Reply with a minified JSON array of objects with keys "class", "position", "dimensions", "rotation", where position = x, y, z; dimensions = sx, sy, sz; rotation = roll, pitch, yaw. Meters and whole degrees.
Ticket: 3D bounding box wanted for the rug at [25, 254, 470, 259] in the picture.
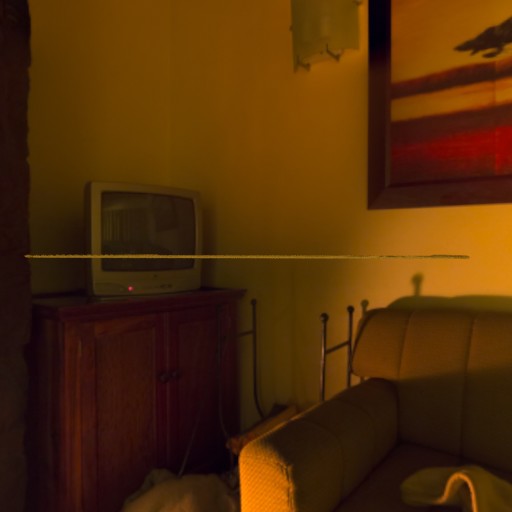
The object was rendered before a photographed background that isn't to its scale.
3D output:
[{"class":"rug","position":[0.000,0.000,2.301],"dimensions":[1.875,0.013,1.162],"rotation":[0,0,17]}]
